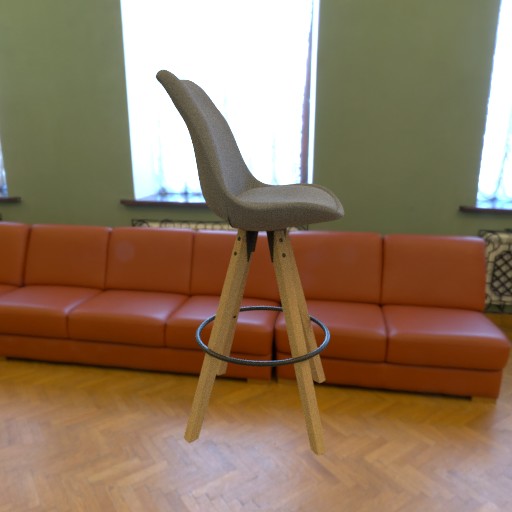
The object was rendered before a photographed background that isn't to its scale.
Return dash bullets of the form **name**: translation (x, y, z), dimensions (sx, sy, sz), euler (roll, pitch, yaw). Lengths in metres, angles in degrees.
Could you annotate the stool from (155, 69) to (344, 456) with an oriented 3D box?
- **stool**: translation (0.000, 0.000, 1.449), dimensions (0.550, 1.115, 0.485), euler (2, 15, 8)
